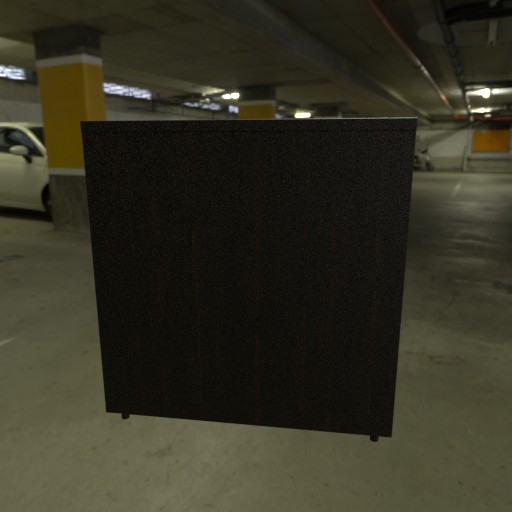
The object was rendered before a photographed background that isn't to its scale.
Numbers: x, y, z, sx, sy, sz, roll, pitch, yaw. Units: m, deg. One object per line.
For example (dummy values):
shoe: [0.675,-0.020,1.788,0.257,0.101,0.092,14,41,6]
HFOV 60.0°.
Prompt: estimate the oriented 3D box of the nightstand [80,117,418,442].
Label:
nightstand: [0.000,0.000,0.824,0.461,0.460,0.400,2,13,8]
